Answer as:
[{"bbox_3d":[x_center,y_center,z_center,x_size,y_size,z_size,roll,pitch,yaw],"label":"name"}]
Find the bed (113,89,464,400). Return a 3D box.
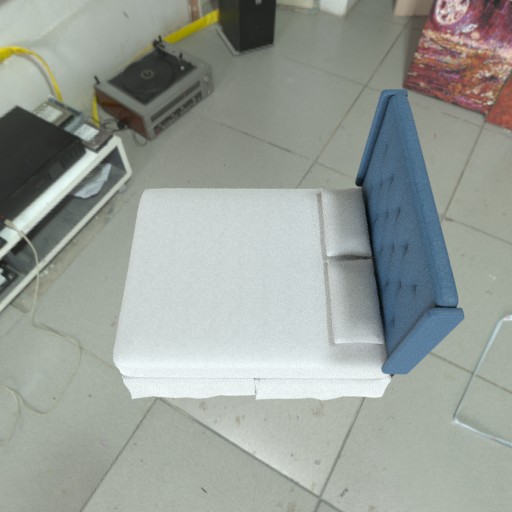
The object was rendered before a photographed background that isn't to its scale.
[{"bbox_3d":[0.000,0.000,3.305,2.078,1.665,1.719,0,59,0],"label":"bed"}]
